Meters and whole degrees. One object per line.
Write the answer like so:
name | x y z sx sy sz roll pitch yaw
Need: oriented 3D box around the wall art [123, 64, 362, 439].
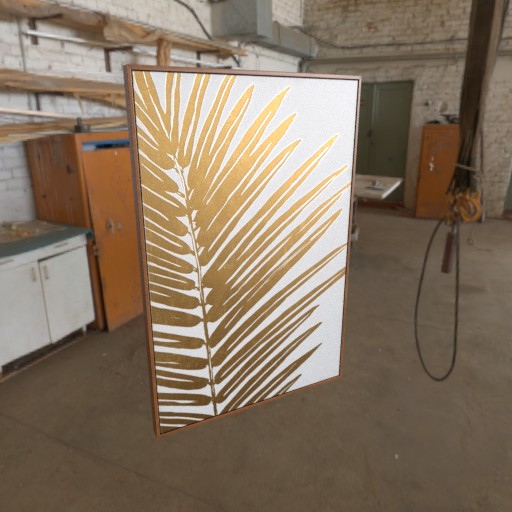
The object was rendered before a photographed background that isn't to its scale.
wall art | 0.000 0.000 1.184 0.610 0.914 0.037 -9 20 -27
